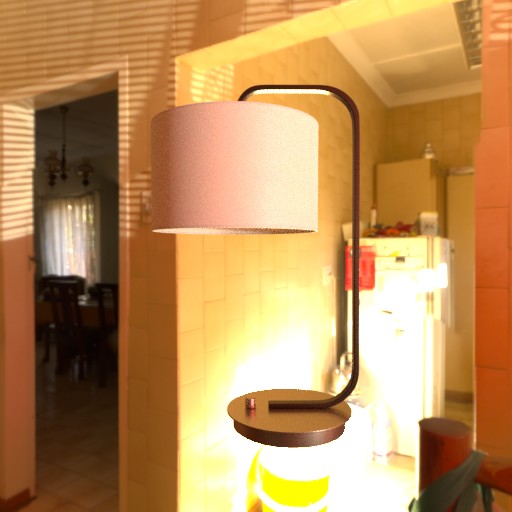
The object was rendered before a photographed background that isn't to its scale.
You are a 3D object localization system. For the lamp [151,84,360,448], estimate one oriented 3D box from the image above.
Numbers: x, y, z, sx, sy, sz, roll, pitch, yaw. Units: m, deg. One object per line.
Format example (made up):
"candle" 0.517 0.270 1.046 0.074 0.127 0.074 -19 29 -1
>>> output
"lamp" 0.000 0.000 0.621 0.288 0.473 0.230 0 1 -1
